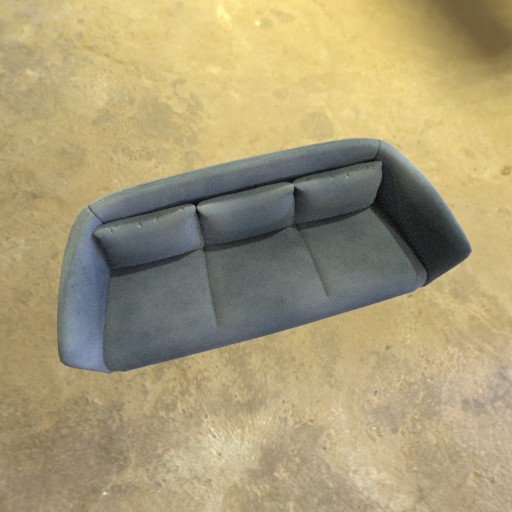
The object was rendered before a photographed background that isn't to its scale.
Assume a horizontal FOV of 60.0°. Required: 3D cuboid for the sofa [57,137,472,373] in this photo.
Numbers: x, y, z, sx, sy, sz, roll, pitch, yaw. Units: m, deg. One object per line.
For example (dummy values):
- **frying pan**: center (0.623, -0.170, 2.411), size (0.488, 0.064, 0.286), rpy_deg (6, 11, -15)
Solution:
- **sofa**: center (0.000, 0.000, 2.558), size (2.095, 0.795, 0.849), rpy_deg (-14, 64, -7)
